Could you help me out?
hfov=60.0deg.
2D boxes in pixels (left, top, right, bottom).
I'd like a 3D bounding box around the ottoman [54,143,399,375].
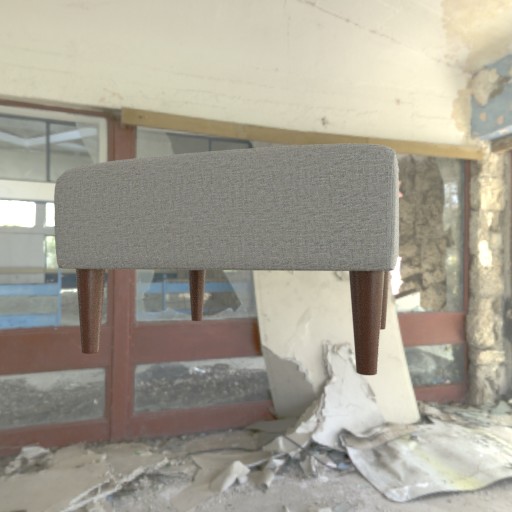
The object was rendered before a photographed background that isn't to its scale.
[{"bbox_3d":[0.000,0.000,1.068,0.655,0.399,0.648,0,-1,18],"label":"ottoman"}]
